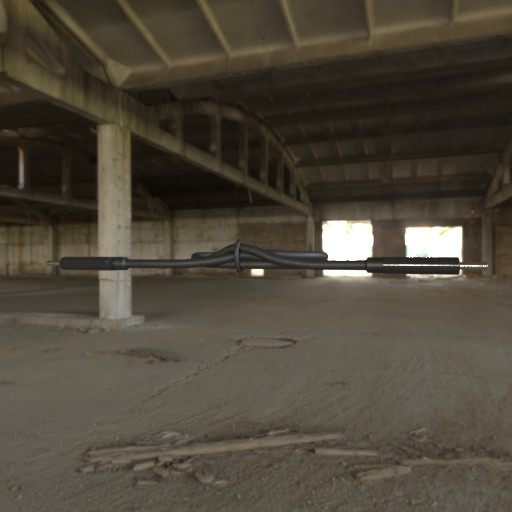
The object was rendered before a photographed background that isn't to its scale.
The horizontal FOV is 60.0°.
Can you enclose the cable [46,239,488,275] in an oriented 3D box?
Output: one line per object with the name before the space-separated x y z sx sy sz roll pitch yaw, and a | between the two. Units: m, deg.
cable | 0.000 0.000 0.210 0.186 0.014 0.070 0 0 18
